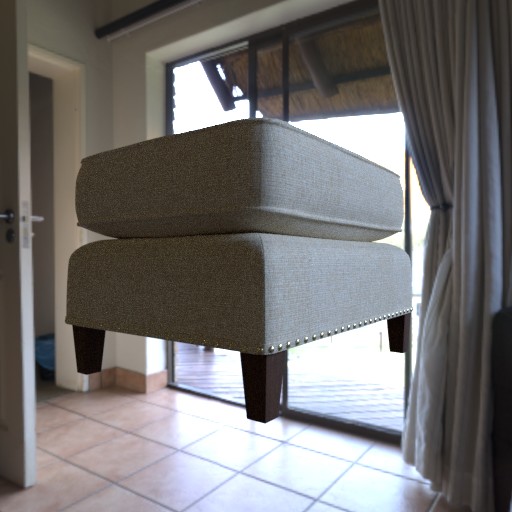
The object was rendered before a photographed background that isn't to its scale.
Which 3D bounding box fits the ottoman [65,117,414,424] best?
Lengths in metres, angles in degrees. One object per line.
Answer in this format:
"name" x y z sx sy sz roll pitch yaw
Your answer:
"ottoman" 0.000 0.000 1.143 0.589 0.537 0.738 0 0 37
